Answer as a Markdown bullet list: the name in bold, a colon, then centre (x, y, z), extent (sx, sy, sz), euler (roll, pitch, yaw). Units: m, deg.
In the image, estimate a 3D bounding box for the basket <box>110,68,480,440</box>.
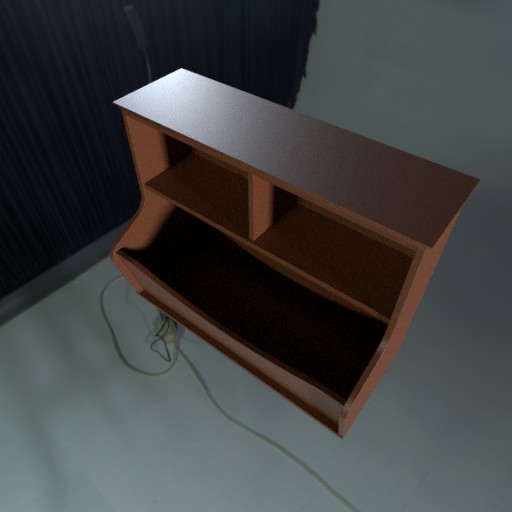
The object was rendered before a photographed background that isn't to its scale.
- **basket**: centre (0.000, 0.000, 1.137), extent (0.792, 0.625, 0.376), euler (29, 53, 25)
